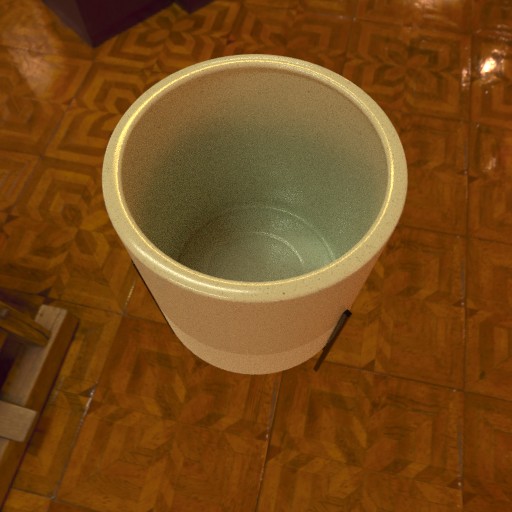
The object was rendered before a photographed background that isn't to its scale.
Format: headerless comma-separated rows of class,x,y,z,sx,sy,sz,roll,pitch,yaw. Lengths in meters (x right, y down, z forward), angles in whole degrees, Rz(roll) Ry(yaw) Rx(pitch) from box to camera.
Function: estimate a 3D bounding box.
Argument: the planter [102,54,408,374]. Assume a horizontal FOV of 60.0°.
planter,0.000,0.000,0.671,0.314,0.475,0.323,14,65,7
